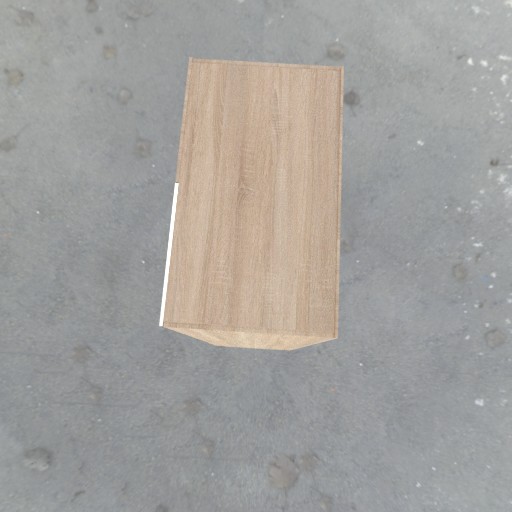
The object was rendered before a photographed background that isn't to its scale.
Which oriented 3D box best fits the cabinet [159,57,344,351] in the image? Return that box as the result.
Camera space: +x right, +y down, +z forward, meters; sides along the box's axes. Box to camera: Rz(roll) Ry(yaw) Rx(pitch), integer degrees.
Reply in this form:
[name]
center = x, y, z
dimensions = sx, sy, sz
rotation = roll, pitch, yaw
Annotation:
[cabinet]
center = 0.000, 0.000, 2.569
dimensions = 0.590, 2.121, 1.001
rotation = 4, 77, 1
